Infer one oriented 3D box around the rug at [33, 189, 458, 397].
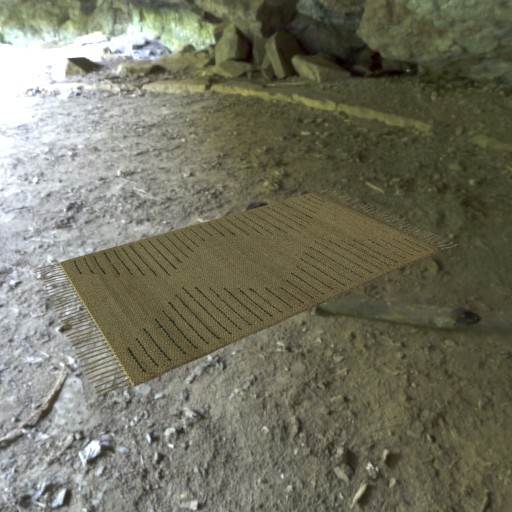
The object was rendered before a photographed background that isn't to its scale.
[{"bbox_3d":[0.000,0.000,2.001,1.718,0.017,0.905,-19,34,-30],"label":"rug"}]
